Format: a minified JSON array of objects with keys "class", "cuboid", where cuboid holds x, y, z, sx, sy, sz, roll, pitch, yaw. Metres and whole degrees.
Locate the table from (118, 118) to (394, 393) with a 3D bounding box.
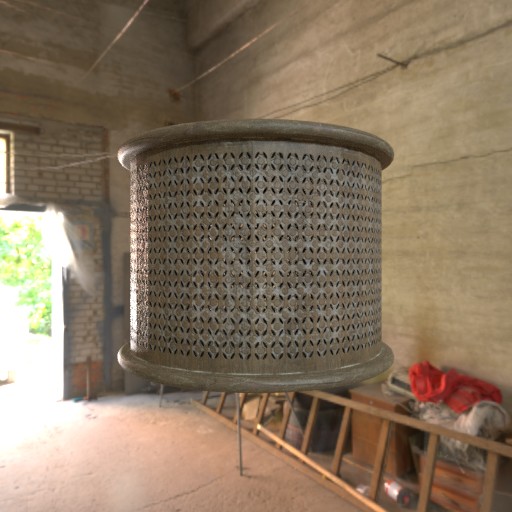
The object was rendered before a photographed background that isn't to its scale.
[{"class":"table","cuboid":[0.000,0.000,1.019,0.607,0.450,0.607,0,0,0]}]
